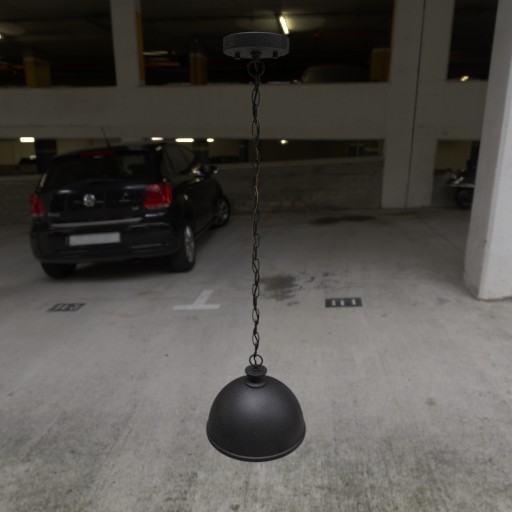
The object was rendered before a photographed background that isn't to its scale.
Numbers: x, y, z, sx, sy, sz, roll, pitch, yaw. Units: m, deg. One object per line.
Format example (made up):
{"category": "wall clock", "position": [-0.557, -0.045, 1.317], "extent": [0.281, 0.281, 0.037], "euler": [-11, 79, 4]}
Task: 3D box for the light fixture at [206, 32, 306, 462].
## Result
{"category": "light fixture", "position": [0.000, 0.000, 1.219], "extent": [0.304, 1.090, 0.304], "euler": [2, 15, 8]}
